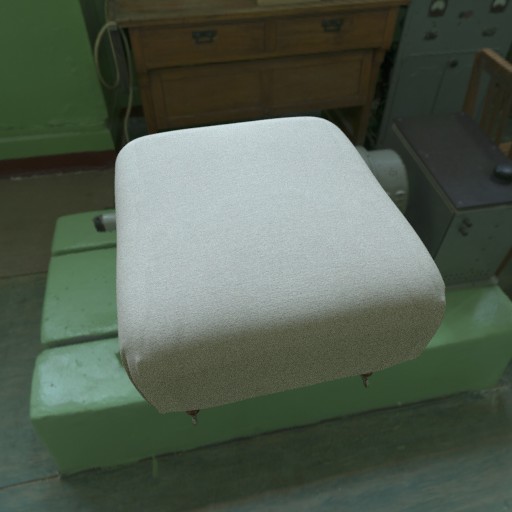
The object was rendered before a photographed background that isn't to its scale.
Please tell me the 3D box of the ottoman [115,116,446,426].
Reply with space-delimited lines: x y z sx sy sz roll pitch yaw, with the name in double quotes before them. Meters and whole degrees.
"ottoman" 0.000 0.000 1.129 0.639 0.450 0.746 -9 47 -9
